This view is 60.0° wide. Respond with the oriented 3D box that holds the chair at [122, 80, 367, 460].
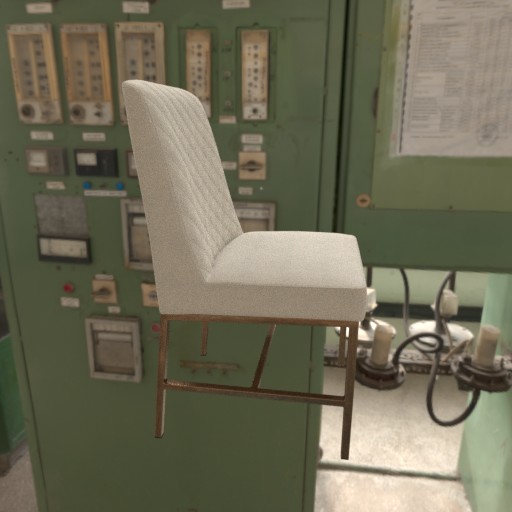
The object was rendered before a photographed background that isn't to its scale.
[{"bbox_3d":[0.000,0.000,1.277,0.597,0.933,0.503,3,17,9],"label":"chair"}]
